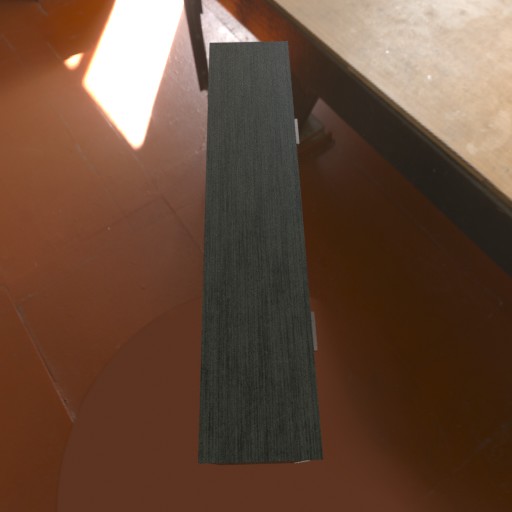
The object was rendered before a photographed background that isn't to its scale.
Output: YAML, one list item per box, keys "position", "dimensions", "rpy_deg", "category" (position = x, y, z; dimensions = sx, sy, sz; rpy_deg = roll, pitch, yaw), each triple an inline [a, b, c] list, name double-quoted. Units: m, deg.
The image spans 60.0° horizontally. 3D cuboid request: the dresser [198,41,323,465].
- position: [0.000, 0.000, 1.808]
  dimensions: [0.333, 0.790, 1.535]
  rpy_deg: [-1, 64, -1]
  category: "dresser"
